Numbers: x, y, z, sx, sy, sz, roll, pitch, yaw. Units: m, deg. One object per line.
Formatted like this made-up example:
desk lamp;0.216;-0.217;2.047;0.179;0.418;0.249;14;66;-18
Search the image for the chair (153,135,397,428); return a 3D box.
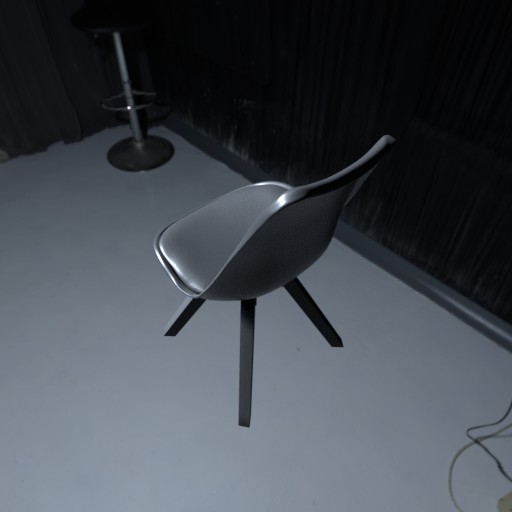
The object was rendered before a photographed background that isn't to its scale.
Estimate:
chair;0.000;0.000;1.202;0.485;0.850;0.530;-32;54;-27
